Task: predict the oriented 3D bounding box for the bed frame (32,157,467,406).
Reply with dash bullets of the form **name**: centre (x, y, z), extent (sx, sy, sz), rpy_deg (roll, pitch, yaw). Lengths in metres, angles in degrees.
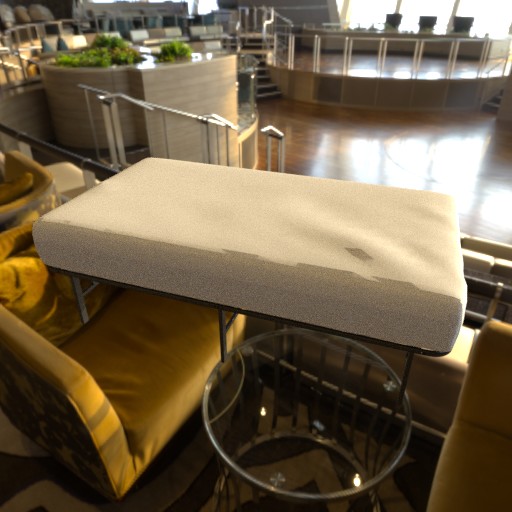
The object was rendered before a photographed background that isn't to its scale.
- **bed frame**: centre (0.000, 0.000, 2.322), extent (1.908, 0.640, 1.025), rpy_deg (10, 32, 17)
